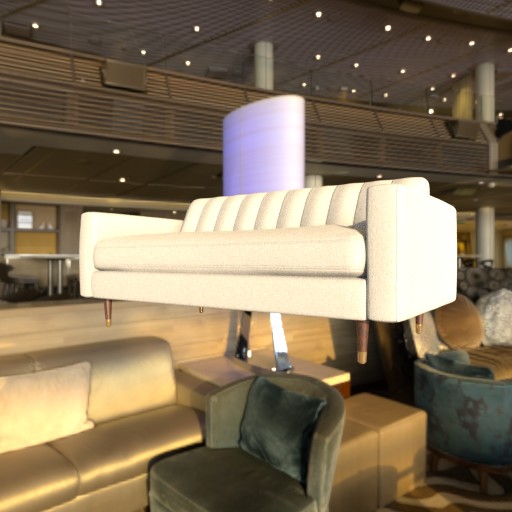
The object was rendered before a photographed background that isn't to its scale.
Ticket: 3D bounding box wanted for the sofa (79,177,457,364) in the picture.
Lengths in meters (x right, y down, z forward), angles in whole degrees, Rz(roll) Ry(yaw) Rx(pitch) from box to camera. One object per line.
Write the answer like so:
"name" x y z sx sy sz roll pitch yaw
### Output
"sofa" 0.000 0.000 2.432 1.895 0.814 0.969 0 0 35
